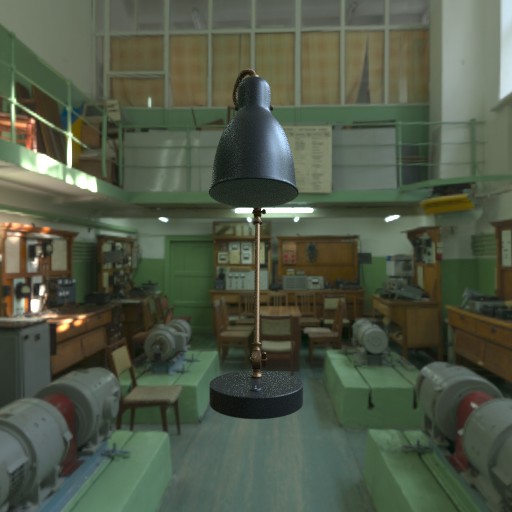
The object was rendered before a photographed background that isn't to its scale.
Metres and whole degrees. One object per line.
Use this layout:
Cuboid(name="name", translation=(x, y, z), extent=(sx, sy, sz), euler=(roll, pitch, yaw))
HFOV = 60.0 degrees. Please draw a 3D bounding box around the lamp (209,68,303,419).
Cuboid(name="lamp", translation=(0.000, 0.000, 0.859), extent=(0.187, 0.587, 0.561), euler=(0, 0, 1))
